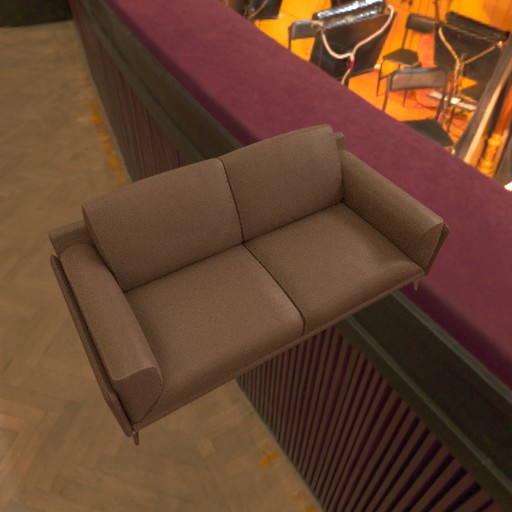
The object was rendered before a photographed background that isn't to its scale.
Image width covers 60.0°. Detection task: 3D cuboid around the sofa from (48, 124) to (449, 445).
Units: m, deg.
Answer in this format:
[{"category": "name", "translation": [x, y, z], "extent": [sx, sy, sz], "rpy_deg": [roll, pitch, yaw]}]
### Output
[{"category": "sofa", "translation": [0.000, 0.000, 2.630], "extent": [2.101, 0.930, 1.049], "rpy_deg": [-24, 50, -22]}]
